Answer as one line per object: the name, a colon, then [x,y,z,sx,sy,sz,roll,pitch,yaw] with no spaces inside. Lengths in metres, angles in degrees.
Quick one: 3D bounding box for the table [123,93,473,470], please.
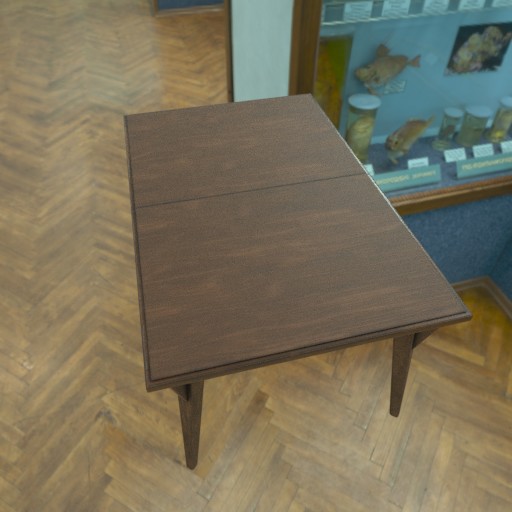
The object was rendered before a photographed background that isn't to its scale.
table: [0.000,0.000,2.054,0.990,0.761,1.524,-10,47,-10]
